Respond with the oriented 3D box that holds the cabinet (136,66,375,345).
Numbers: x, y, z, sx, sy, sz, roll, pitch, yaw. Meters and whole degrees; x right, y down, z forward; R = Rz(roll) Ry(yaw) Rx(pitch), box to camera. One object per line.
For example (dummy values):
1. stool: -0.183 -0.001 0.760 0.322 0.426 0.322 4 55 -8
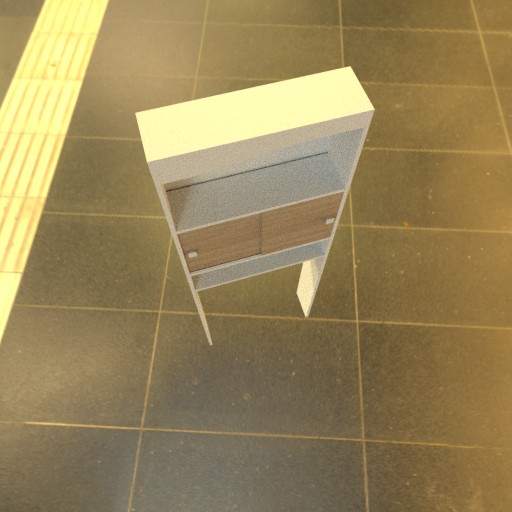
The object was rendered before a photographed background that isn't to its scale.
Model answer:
1. cabinet: 0.000 0.000 2.021 0.643 1.770 0.192 -15 64 -7
